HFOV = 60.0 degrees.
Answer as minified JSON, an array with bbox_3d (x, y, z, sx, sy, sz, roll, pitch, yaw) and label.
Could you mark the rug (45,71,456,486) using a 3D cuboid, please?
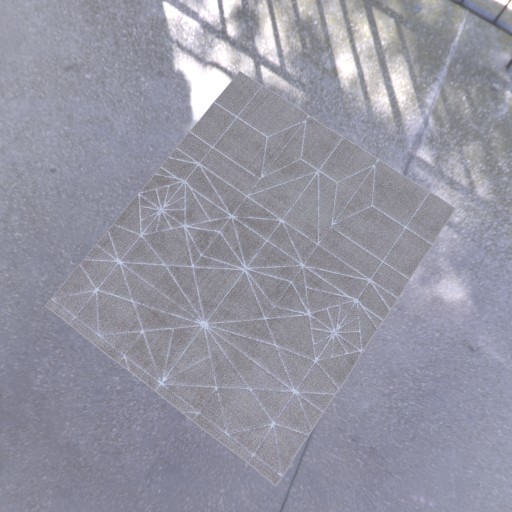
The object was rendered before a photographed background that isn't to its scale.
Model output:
[{"bbox_3d":[0.000,0.000,0.878,0.548,0.006,0.639,35,79,8],"label":"rug"}]
